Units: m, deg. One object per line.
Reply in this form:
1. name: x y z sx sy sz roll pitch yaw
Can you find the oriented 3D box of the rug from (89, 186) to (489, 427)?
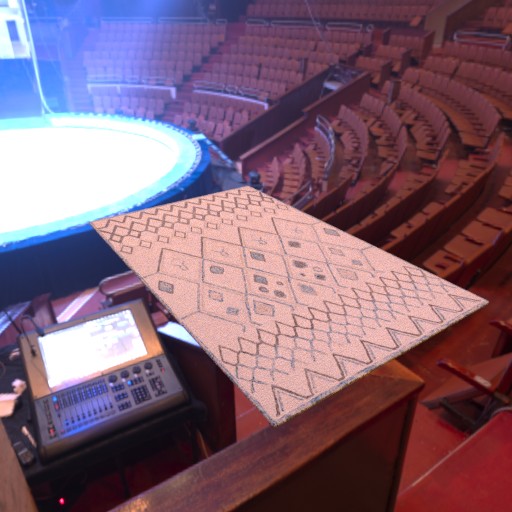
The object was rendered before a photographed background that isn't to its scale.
1. rug: 0.000 0.000 3.003 1.524 0.015 2.439 -18 33 -30
